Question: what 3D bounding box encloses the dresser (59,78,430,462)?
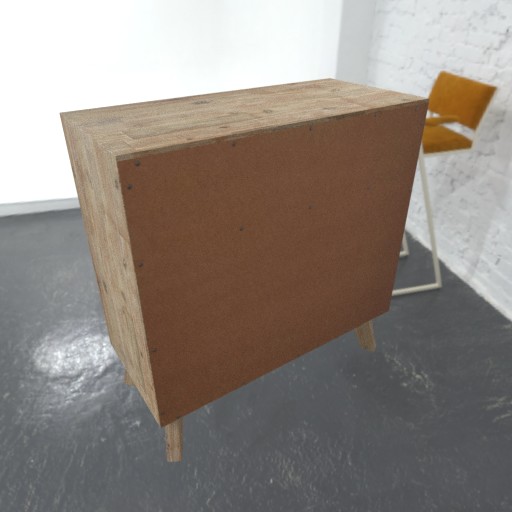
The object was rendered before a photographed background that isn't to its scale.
[{"bbox_3d":[0.000,0.000,1.560,0.998,1.029,0.455,-19,36,-29],"label":"dresser"}]
